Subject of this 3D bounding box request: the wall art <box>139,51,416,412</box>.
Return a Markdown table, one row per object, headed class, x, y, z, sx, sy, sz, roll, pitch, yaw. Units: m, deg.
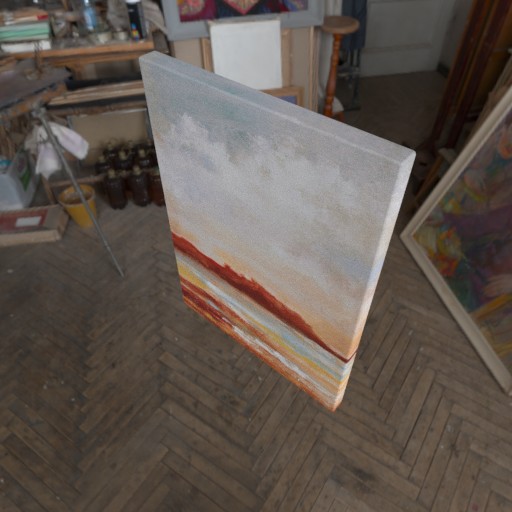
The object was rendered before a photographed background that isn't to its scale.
| class | x | y | z | sx | sy | sz | roll | pitch | yaw |
| --- | --- | --- | --- | --- | --- | --- | --- | --- | --- |
| wall art | 0.000 | 0.000 | 0.801 | 0.443 | 0.605 | 0.035 | 31 | 54 | 27 |
